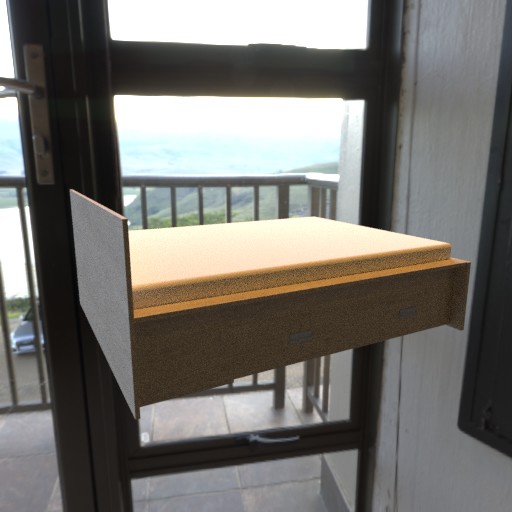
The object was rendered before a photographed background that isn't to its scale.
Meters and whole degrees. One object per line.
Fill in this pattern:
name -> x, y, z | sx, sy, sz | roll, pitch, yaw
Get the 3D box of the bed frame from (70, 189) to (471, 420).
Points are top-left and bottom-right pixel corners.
bed frame -> 0.000, 0.000, 2.816 | 1.960, 0.800, 1.622 | -7, 14, -28
